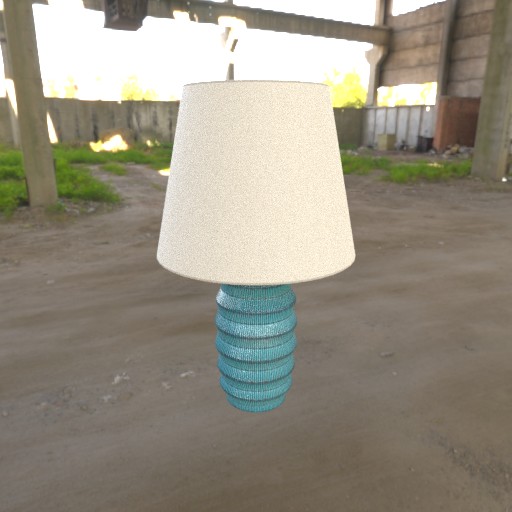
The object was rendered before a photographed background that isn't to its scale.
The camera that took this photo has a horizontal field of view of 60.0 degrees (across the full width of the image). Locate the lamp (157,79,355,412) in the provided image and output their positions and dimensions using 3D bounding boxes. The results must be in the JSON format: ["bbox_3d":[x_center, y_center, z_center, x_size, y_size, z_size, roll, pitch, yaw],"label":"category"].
[{"bbox_3d":[0.000,0.000,0.812,0.355,0.582,0.355,0,17,0],"label":"lamp"}]
